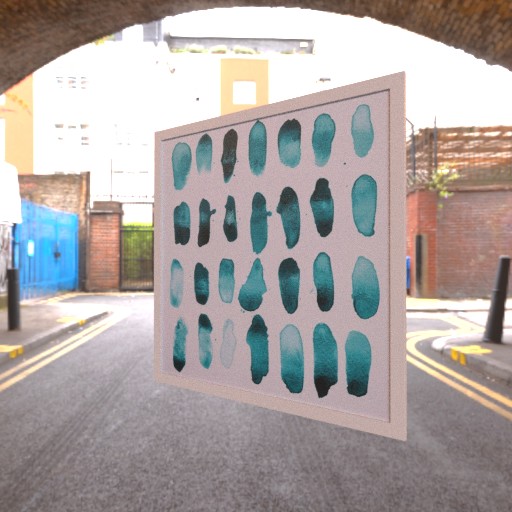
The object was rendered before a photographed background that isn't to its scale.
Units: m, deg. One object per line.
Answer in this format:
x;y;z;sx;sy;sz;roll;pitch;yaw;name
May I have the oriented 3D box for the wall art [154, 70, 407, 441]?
0.000;0.000;1.214;0.812;0.813;0.013;0;0;36;wall art
